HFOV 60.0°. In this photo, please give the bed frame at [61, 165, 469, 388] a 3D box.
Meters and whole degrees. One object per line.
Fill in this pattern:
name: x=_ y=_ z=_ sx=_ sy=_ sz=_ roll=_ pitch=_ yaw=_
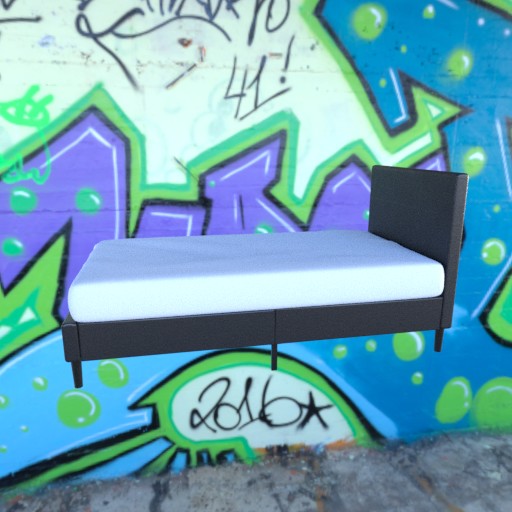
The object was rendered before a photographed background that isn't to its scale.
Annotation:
bed frame: x=0.000 y=0.000 z=2.605 sx=2.152 sy=1.046 sz=1.038 roll=-3 pitch=14 yaw=-11
